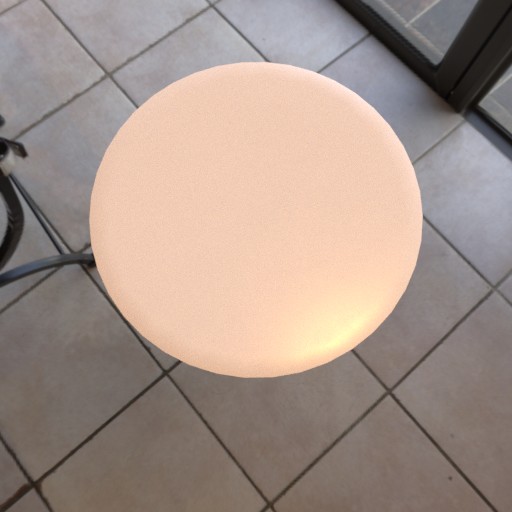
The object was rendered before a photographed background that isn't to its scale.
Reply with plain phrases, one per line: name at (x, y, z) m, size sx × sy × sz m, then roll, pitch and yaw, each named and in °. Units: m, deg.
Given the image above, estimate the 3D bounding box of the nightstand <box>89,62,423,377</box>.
nightstand at (0.000, 0.000, 1.000) m, size 0.513 × 0.653 × 0.513 m, roll 30°, pitch 78°, yaw 7°
